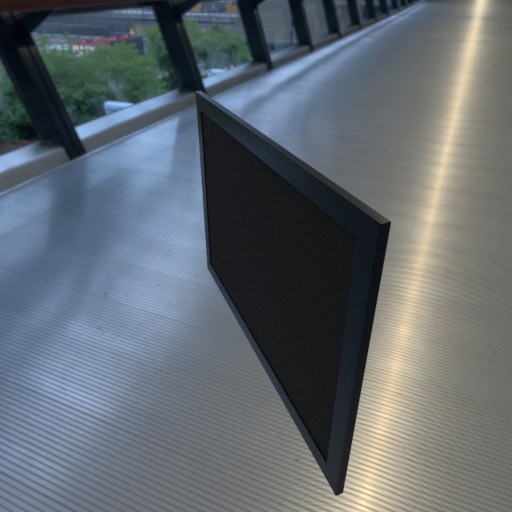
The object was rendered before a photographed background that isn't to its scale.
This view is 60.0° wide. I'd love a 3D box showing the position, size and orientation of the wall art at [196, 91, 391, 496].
[{"bbox_3d":[0.000,0.000,0.796,0.013,0.447,0.660,-12,33,-18],"label":"wall art"}]
